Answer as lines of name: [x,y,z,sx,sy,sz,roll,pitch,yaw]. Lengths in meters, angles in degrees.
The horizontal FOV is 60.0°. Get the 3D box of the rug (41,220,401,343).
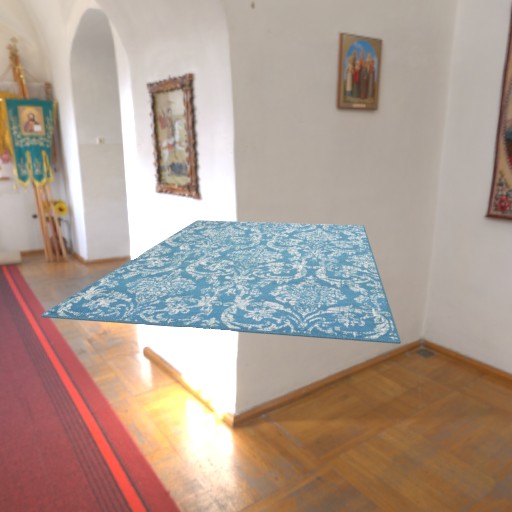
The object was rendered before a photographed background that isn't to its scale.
rug: [0.000,0.000,3.472,1.816,0.018,2.746,3,15,9]
